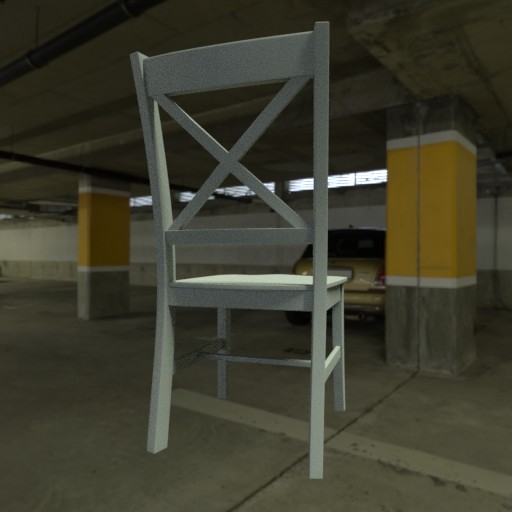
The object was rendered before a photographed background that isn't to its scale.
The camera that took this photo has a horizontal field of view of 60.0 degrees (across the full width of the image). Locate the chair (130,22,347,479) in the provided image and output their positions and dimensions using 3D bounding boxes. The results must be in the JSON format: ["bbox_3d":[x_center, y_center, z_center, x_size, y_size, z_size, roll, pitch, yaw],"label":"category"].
[{"bbox_3d":[0.000,0.000,1.240,0.485,0.983,0.542,0,0,18],"label":"chair"}]
